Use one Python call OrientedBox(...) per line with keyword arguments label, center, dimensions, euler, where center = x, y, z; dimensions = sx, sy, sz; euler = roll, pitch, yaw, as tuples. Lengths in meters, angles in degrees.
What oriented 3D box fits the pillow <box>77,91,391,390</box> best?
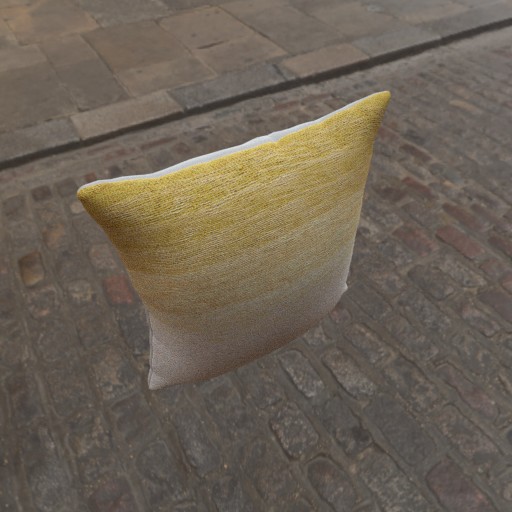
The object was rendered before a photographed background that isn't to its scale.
OrientedBox(label="pillow", center=(0.000, 0.000, 0.713), dimensions=(0.450, 0.450, 0.211), euler=(-24, 51, -21))
